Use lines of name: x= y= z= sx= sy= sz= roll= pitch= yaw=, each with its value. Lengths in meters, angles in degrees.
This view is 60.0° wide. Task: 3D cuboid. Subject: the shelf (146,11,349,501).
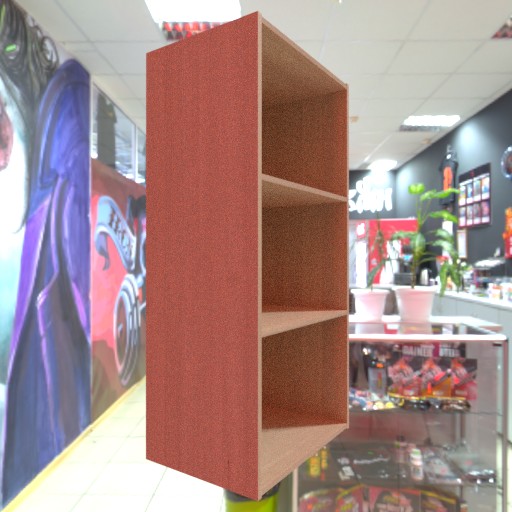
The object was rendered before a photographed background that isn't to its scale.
shelf: x=0.000 y=0.000 z=1.045 sx=0.292 sy=0.876 sz=0.417 roll=0 pitch=0 yaw=34
